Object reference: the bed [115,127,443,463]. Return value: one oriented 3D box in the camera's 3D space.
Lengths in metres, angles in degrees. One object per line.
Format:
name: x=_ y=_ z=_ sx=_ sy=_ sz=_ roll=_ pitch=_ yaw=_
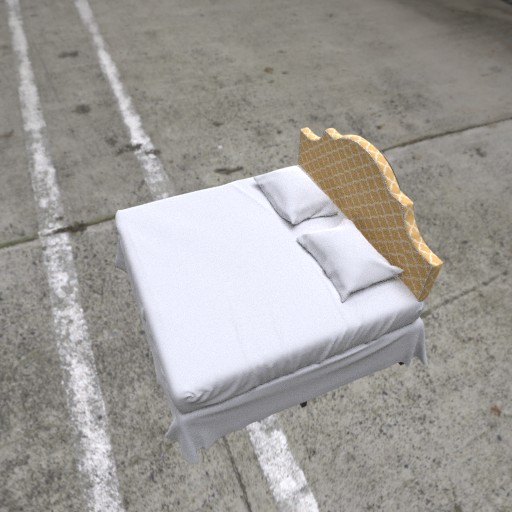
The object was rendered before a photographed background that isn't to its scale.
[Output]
bed: x=0.000 y=0.000 z=3.668 sx=2.222 sy=1.601 sz=2.314 roll=-17 pitch=48 yaw=-16
